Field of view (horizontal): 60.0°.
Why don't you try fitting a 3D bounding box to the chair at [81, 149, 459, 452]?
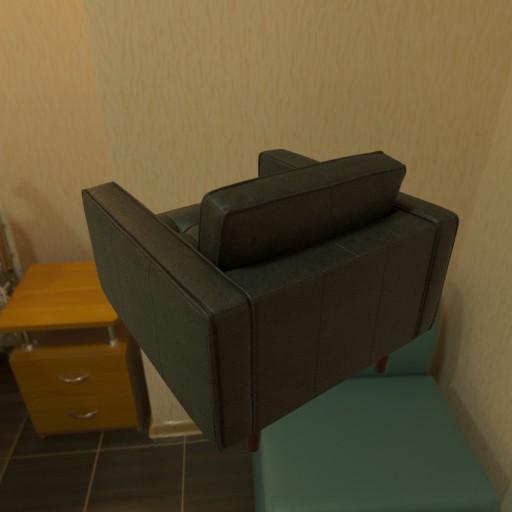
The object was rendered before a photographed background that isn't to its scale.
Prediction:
[{"bbox_3d":[0.000,0.000,1.523,0.889,0.763,0.914,-19,35,-30],"label":"chair"}]
